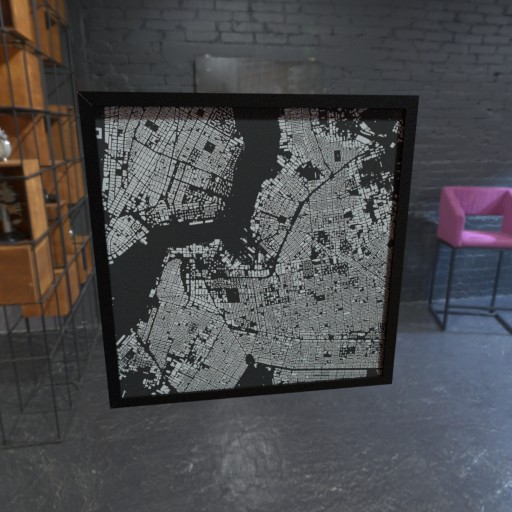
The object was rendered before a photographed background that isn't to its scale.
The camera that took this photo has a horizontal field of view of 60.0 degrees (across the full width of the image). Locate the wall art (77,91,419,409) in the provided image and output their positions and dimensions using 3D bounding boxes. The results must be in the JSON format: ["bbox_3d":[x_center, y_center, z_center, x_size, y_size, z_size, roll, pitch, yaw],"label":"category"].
[{"bbox_3d":[0.000,0.000,0.736,0.506,0.506,0.038,-2,16,-8],"label":"wall art"}]
